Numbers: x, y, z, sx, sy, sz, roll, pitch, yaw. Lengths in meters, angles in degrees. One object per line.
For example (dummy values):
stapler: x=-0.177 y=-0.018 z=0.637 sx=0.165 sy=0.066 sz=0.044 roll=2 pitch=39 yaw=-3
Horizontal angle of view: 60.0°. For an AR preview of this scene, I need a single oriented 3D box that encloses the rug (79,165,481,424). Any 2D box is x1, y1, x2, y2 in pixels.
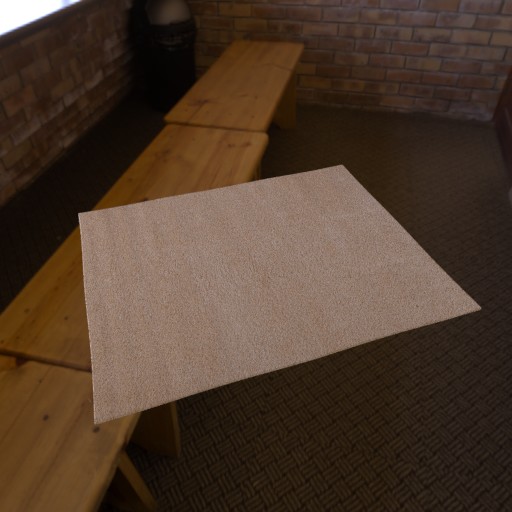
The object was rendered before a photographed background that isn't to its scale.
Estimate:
rug: x=0.000 y=0.000 z=4.043 sx=3.000 sy=0.025 sz=2.400 roll=-13 pitch=43 yaw=-14
